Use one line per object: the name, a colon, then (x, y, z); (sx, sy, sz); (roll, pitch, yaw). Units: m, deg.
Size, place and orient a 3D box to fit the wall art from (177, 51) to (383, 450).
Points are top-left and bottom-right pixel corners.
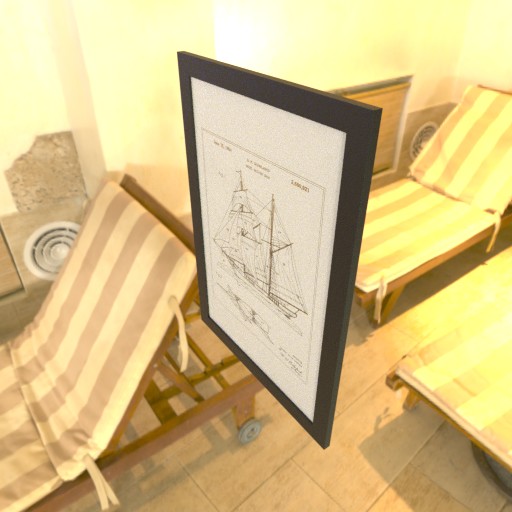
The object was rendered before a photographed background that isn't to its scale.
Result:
wall art: (0.000, 0.000, 0.686); (0.013, 0.534, 0.381); (-22, 40, -30)
